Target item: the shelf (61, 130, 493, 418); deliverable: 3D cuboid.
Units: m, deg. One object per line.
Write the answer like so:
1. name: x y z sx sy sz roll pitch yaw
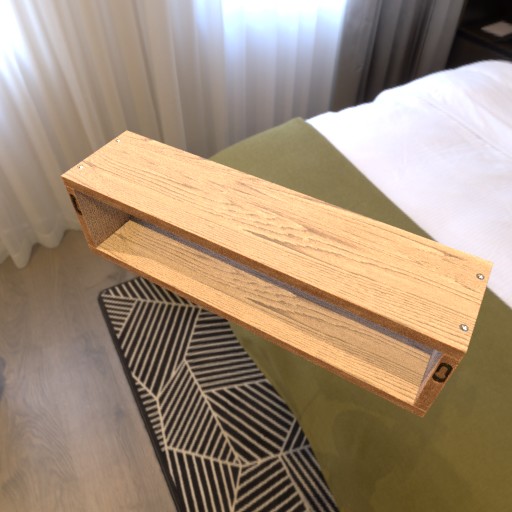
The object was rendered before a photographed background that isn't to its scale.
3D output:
1. shelf: 0.000 0.000 0.684 0.610 0.170 0.150 23 51 20
